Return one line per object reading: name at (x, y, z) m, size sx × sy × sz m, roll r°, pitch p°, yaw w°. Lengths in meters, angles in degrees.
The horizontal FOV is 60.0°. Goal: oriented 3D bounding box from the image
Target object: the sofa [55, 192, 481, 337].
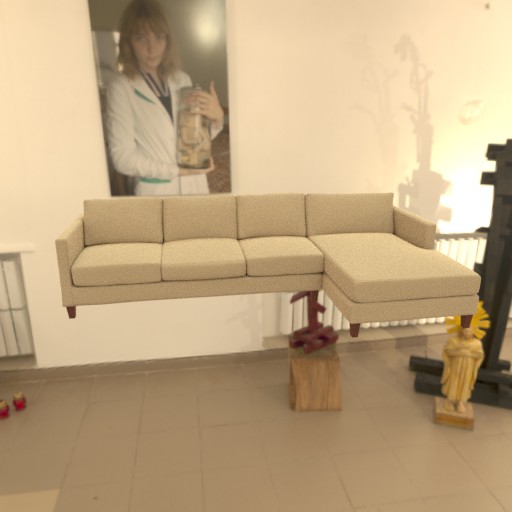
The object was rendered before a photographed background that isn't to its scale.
sofa at (0.000, 0.000, 3.809) m, size 3.186 × 0.861 × 1.625 m, roll -3°, pitch 18°, yaw -9°
